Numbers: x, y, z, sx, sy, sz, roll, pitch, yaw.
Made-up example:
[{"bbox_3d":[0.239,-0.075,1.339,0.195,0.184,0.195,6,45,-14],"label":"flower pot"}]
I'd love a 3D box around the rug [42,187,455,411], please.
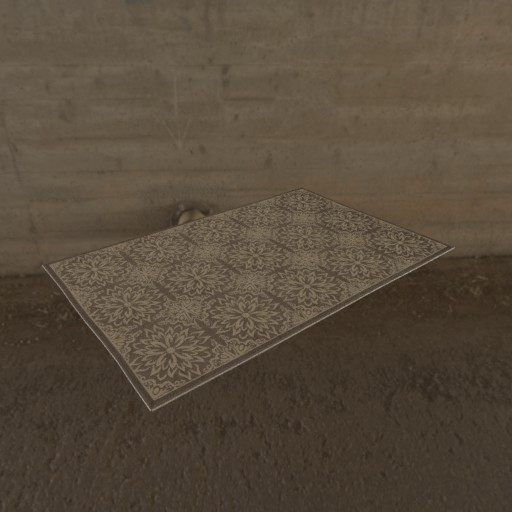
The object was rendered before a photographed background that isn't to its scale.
[{"bbox_3d":[0.000,0.000,3.521,2.746,0.018,1.819,-21,35,-33],"label":"rug"}]
